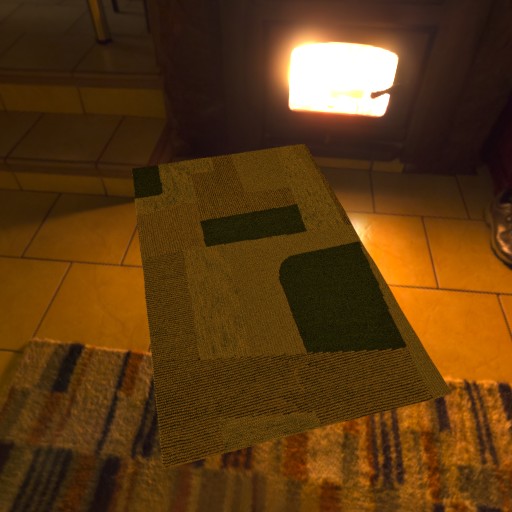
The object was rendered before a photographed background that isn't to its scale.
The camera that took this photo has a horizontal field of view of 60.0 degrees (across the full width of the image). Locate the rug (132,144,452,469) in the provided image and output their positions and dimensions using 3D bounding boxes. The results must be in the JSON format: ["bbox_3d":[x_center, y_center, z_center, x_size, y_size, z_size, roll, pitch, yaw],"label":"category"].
[{"bbox_3d":[0.000,0.000,3.014,1.521,0.015,2.436,-10,48,-10],"label":"rug"}]
